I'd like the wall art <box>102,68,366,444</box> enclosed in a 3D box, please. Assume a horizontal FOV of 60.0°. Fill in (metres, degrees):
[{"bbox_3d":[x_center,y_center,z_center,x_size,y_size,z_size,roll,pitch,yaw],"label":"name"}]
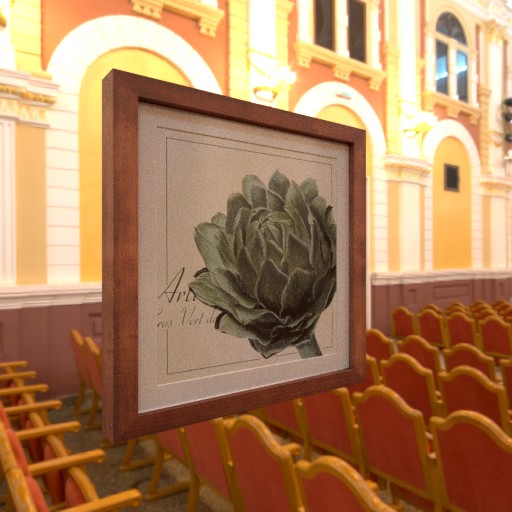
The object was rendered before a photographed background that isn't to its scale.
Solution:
[{"bbox_3d":[0.000,0.000,0.581,0.386,0.385,0.038,0,0,-35],"label":"wall art"}]
